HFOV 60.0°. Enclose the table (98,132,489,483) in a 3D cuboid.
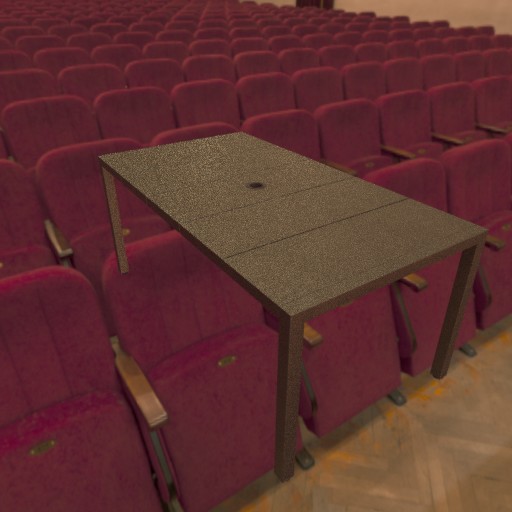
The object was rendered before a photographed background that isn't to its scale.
[{"bbox_3d":[0.000,0.000,2.174,0.914,0.735,1.680,-19,35,-29],"label":"table"}]
